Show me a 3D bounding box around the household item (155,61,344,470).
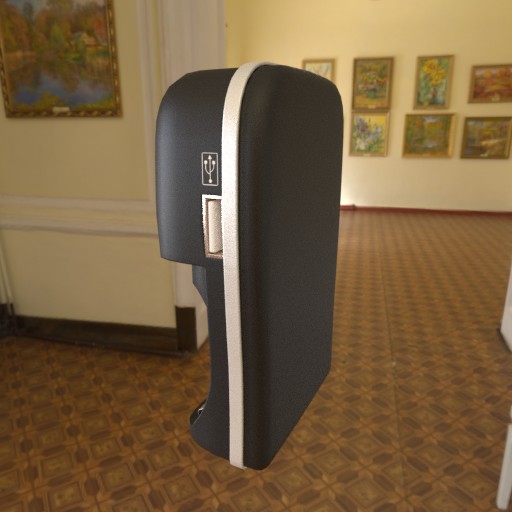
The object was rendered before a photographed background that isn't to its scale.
[{"bbox_3d":[0.000,0.000,0.147,0.038,0.114,0.070,8,18,25],"label":"household item"}]
